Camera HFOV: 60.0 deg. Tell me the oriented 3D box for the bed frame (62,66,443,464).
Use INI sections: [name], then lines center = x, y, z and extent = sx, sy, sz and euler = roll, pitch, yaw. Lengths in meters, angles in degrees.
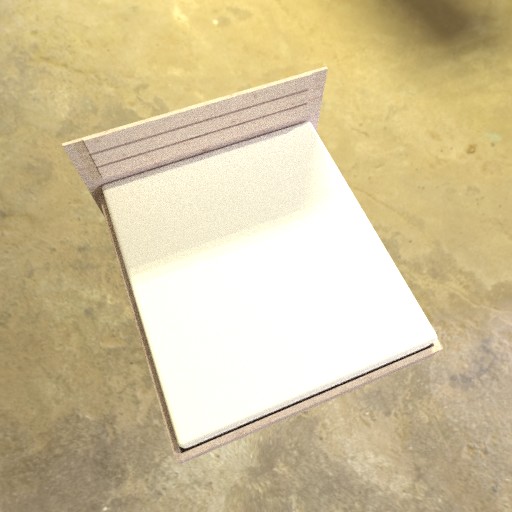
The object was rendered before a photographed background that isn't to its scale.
[bed frame]
center = 0.000, 0.000, 3.103
extent = 1.950, 0.970, 2.080
euler = -20, 65, -9
